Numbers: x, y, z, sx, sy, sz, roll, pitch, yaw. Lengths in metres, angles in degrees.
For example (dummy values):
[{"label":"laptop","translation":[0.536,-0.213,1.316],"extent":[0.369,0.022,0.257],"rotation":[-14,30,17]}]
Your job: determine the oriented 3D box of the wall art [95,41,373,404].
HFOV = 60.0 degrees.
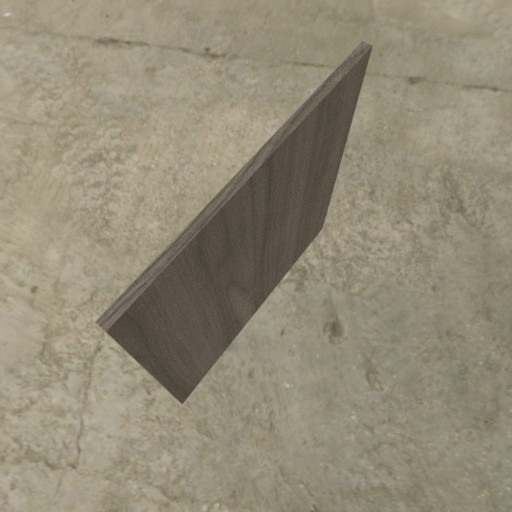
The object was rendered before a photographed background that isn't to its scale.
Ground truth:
[{"label":"wall art","translation":[0.000,0.000,0.750],"extent":[0.016,0.507,0.508],"rotation":[34,69,15]}]
